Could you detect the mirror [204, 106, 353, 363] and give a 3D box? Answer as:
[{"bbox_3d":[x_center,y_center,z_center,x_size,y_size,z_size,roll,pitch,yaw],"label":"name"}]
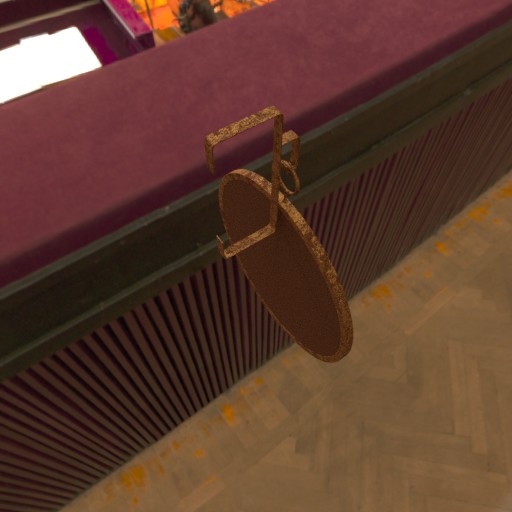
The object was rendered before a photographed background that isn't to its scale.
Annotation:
[{"bbox_3d":[0.000,0.000,0.836,0.144,0.651,0.447,-30,62,-17],"label":"mirror"}]
